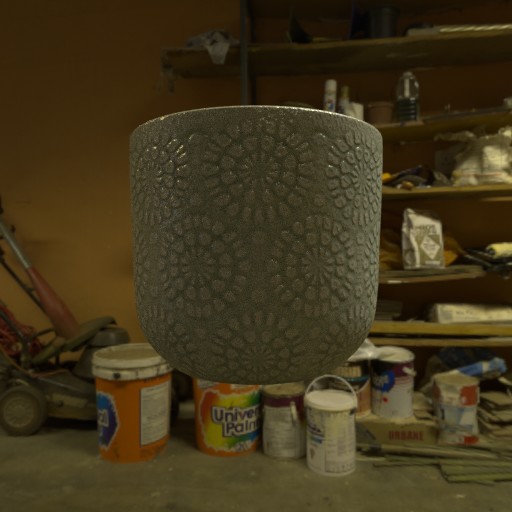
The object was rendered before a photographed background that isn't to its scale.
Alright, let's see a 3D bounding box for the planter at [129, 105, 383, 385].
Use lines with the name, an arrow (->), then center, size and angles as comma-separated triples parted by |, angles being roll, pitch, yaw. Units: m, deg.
planter -> 0.000, 0.000, 0.308 | 0.169, 0.153, 0.169 | 0, 0, 0
